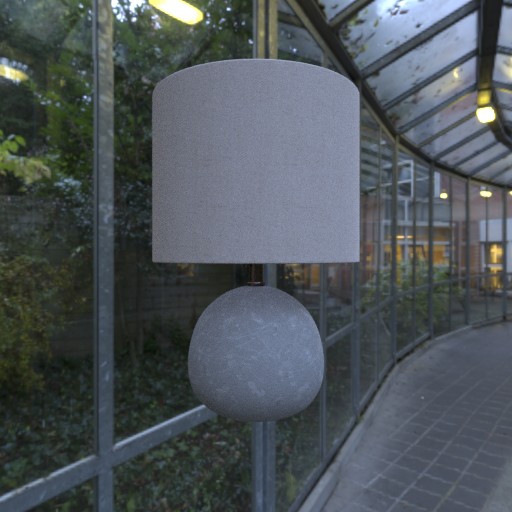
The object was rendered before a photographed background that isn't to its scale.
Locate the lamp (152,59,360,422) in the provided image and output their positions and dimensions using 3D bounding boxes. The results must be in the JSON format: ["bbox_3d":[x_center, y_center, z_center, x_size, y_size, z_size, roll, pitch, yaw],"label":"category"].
[{"bbox_3d":[0.000,0.000,0.591,0.269,0.409,0.269,0,0,-37],"label":"lamp"}]
